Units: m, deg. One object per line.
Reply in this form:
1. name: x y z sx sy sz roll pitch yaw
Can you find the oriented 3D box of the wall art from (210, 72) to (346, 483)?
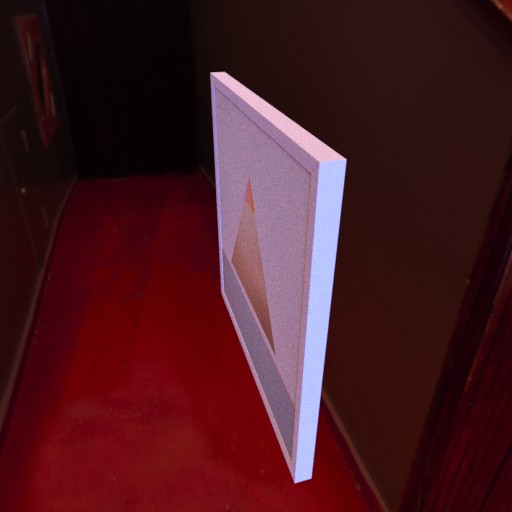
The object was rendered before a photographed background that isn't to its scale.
1. wall art: 0.000 0.000 1.136 0.041 0.765 0.768 -9 33 -14
